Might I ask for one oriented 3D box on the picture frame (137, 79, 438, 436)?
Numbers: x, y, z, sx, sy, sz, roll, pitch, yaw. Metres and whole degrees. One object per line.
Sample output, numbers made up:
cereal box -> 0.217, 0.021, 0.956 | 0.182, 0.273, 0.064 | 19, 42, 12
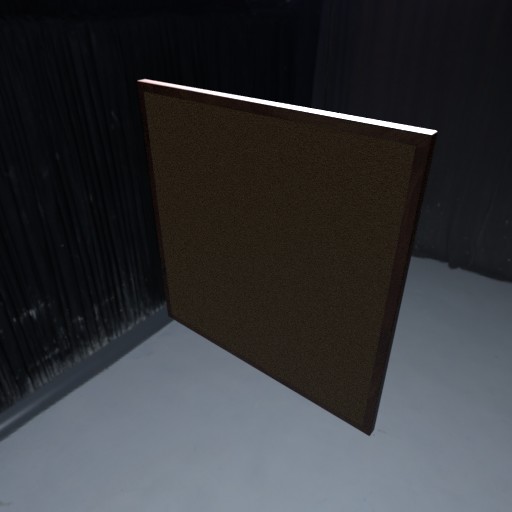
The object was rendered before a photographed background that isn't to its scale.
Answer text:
picture frame -> 0.000, 0.000, 1.207 | 0.810, 0.817, 0.029 | 23, 38, 32
